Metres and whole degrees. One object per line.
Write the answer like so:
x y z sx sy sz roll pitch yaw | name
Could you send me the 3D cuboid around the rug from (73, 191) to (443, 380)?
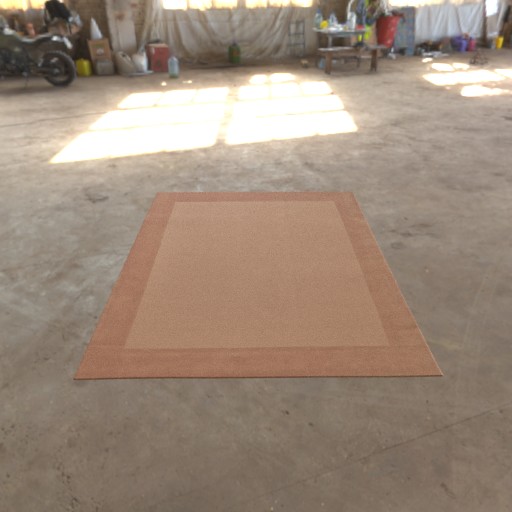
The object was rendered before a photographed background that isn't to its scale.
0.000 0.000 4.202 2.431 0.021 3.057 0 31 0 | rug
